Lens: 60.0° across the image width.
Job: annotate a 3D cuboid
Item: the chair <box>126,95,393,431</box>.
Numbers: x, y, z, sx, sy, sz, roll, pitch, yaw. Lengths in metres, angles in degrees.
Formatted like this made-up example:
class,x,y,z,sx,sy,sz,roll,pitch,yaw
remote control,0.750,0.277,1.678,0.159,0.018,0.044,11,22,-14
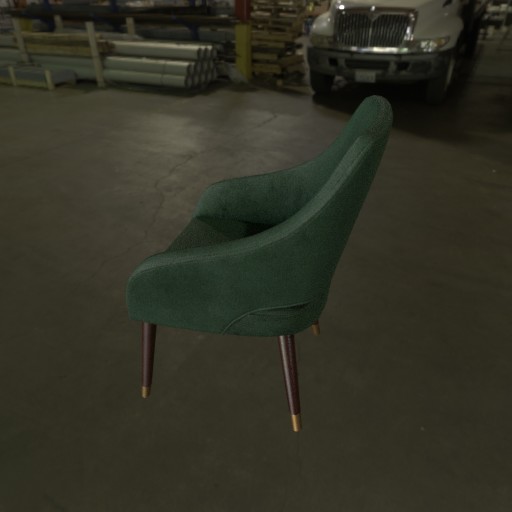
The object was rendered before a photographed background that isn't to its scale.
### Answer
class,x,y,z,sx,sy,sz,roll,pitch,yaw
chair,0.000,0.000,1.600,0.794,1.081,0.683,8,32,12
